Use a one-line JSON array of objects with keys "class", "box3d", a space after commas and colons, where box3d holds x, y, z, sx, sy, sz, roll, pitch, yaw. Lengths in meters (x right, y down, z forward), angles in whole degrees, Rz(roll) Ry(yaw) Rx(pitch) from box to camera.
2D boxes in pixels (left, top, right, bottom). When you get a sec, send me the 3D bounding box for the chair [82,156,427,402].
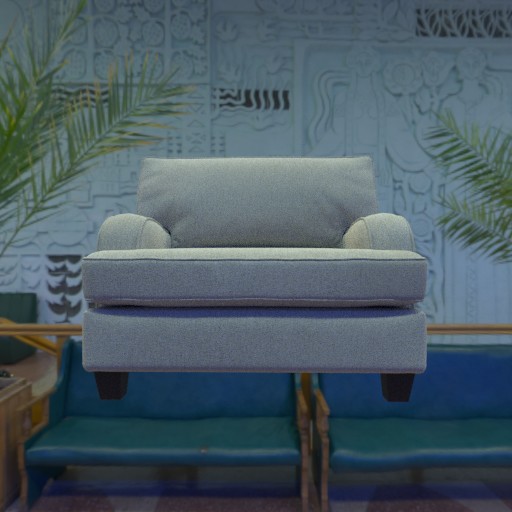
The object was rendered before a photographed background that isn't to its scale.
[{"class": "chair", "box3d": [0.000, 0.000, 1.997, 1.220, 1.016, 1.041, 0, 0, 1]}]
